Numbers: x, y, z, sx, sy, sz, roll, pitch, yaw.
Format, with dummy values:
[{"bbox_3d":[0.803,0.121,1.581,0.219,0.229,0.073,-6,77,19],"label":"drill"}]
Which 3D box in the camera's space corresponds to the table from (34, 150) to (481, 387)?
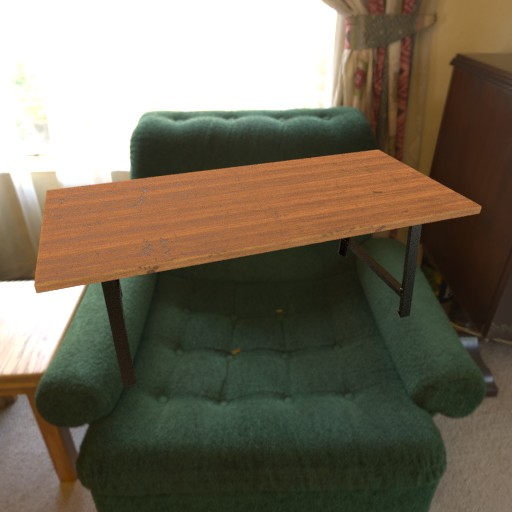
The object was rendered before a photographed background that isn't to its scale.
[{"bbox_3d":[0.000,0.000,2.649,2.200,0.757,1.000,-10,33,-16],"label":"table"}]
